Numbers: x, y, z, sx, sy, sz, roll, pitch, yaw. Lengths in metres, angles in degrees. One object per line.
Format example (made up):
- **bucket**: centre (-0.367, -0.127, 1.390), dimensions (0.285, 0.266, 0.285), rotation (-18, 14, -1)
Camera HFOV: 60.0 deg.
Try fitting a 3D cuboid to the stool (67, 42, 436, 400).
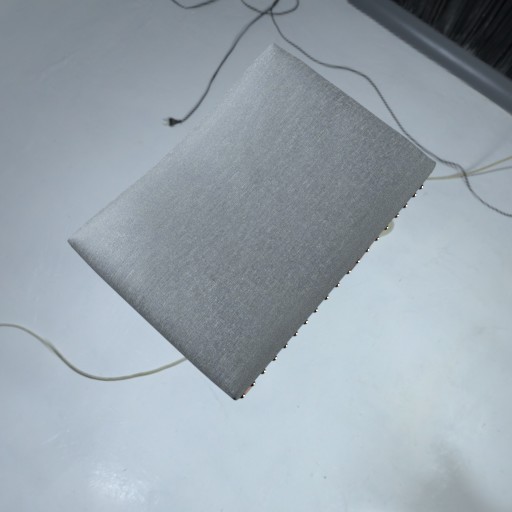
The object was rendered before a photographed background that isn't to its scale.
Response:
- **stool**: centre (0.000, 0.000, 0.859), dimensions (0.320, 0.612, 0.439), rotation (41, 79, 10)
